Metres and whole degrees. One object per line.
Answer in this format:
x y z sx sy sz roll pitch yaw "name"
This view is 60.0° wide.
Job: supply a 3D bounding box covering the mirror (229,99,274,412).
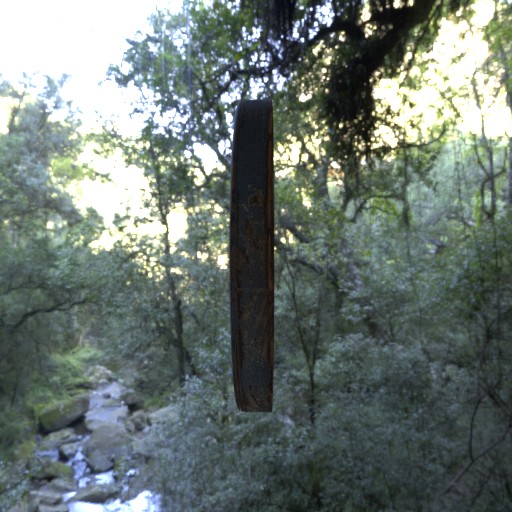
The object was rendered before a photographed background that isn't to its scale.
0.000 0.000 0.878 0.061 0.585 0.585 0 1 1 "mirror"
